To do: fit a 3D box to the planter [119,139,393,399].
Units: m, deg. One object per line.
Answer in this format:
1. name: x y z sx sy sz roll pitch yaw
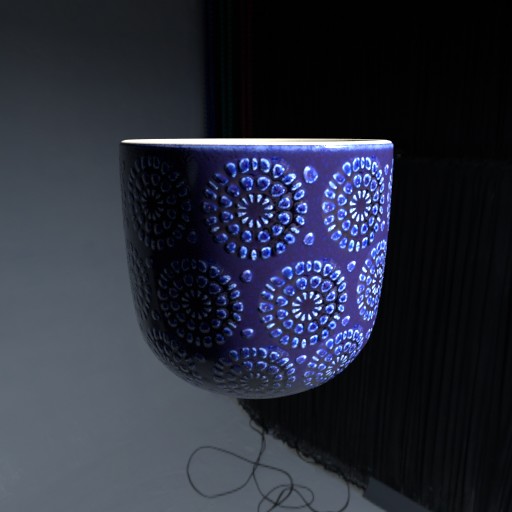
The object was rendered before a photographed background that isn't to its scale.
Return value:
1. planter: 0.000 0.000 0.294 0.165 0.149 0.165 0 15 0
